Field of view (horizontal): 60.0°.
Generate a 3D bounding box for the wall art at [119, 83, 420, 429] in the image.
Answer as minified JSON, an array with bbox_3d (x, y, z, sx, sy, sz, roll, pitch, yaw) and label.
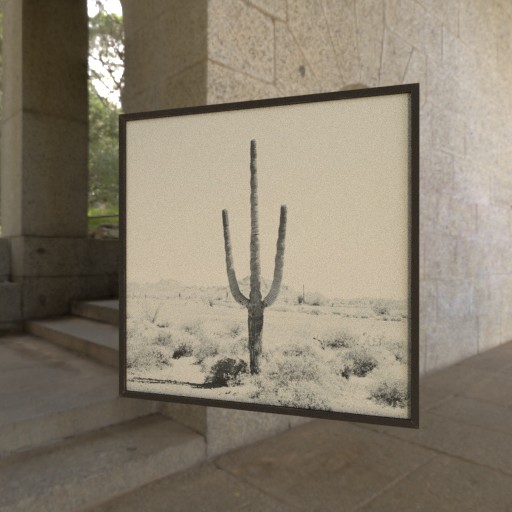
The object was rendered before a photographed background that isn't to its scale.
[{"bbox_3d":[0.000,0.000,1.103,0.762,0.762,0.038,0,0,17],"label":"wall art"}]
